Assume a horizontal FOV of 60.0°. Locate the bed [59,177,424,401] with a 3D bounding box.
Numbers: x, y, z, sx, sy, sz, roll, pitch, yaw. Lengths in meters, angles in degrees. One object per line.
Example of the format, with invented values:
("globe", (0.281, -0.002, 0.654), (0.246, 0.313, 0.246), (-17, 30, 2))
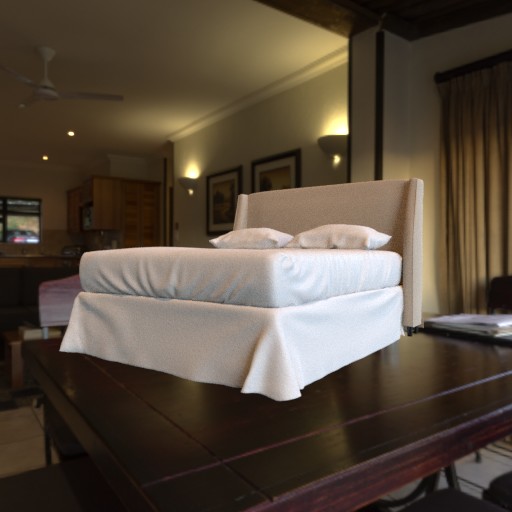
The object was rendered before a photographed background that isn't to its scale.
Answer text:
("bed", (0.000, 0.000, 3.425), (1.925, 1.332, 2.276), (0, 1, 36))
